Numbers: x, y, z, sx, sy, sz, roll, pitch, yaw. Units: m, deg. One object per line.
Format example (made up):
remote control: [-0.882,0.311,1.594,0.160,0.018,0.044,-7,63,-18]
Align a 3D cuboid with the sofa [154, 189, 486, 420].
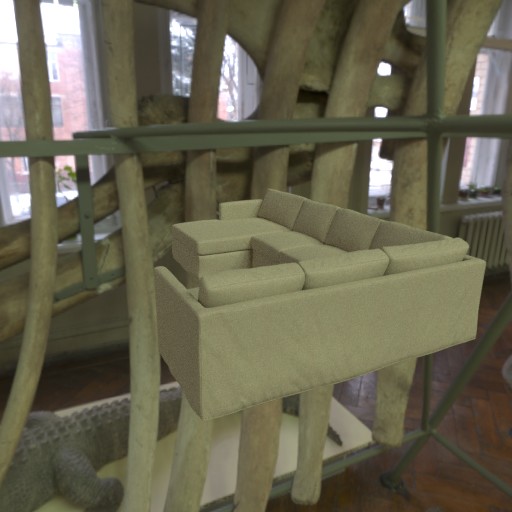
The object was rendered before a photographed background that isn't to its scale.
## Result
sofa: [0.000,0.000,4.565,2.476,0.878,3.528,-8,18,-25]
